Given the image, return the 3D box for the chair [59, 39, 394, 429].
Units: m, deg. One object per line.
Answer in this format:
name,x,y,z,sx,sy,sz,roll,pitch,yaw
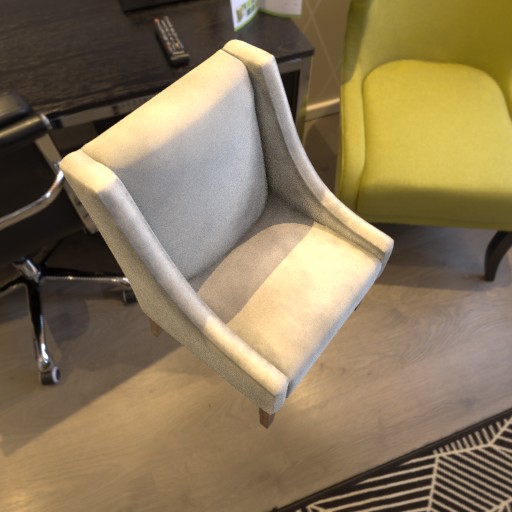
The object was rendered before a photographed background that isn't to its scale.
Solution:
chair,0.000,0.000,1.346,0.629,0.895,0.629,34,64,20
